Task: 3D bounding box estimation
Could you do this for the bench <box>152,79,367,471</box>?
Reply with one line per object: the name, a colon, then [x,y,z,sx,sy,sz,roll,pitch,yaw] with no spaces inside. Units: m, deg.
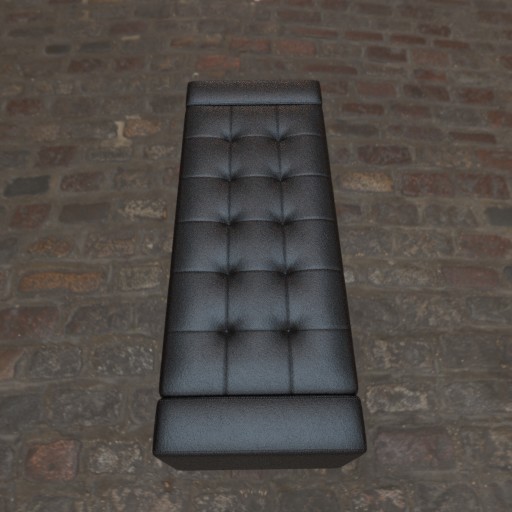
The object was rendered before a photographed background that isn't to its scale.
bench: [0.000,0.000,1.515,0.508,0.445,1.296,-1,60,0]
